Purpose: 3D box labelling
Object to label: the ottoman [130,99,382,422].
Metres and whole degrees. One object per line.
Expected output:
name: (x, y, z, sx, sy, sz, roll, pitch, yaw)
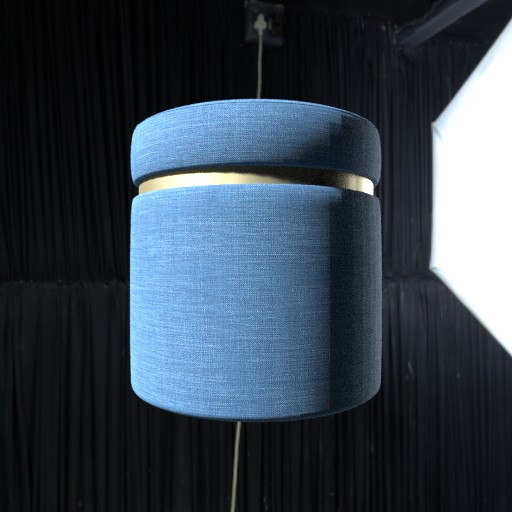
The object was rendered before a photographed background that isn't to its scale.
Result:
ottoman: (0.000, 0.000, 0.730, 0.398, 0.406, 0.398, 0, 0, 0)
